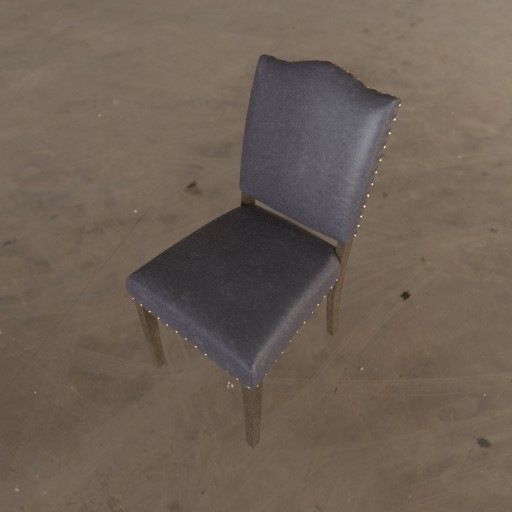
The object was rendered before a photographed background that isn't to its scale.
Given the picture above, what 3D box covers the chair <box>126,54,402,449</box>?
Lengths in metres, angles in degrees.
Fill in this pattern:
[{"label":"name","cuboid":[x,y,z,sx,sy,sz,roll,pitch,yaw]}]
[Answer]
[{"label":"chair","cuboid":[0.000,0.000,1.348,0.500,0.991,0.633,31,53,26]}]
